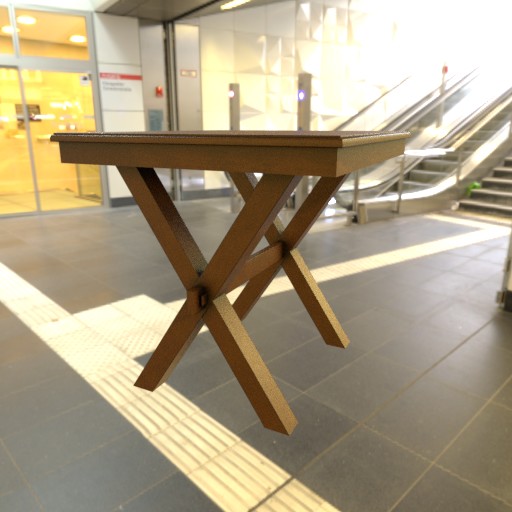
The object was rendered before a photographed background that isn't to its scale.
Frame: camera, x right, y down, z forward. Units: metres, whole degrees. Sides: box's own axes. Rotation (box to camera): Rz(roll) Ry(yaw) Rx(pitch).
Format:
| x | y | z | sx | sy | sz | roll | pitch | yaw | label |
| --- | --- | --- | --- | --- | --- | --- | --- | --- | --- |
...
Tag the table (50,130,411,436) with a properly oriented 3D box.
| x | y | z | sx | sy | sz | roll | pitch | yaw | label |
| --- | --- | --- | --- | --- | --- | --- | --- | --- | --- |
| 0.000 | 0.000 | 1.043 | 0.560 | 0.562 | 0.602 | 8 | 18 | 26 | table |
